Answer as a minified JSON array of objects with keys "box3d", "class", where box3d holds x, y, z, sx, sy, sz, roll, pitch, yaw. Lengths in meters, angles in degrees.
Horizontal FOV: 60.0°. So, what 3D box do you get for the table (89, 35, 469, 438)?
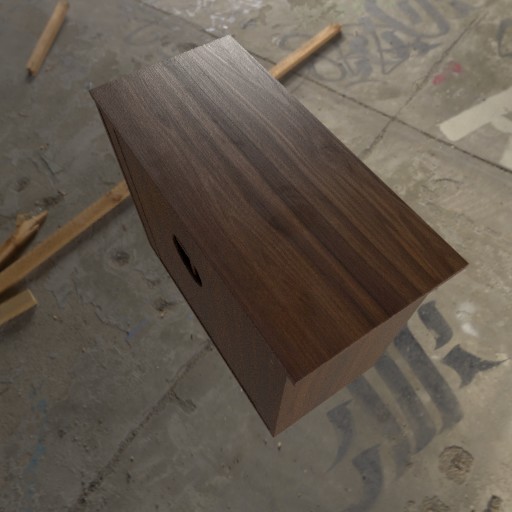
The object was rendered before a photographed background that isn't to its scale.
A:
[{"box3d":[0.000,0.000,1.212,0.390,0.725,0.802,-30,64,-16],"class":"table"}]
